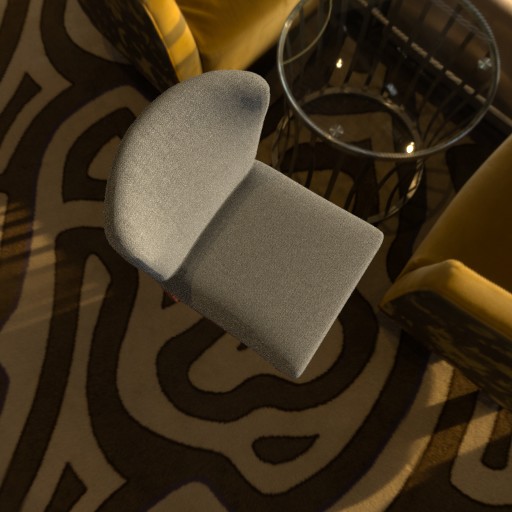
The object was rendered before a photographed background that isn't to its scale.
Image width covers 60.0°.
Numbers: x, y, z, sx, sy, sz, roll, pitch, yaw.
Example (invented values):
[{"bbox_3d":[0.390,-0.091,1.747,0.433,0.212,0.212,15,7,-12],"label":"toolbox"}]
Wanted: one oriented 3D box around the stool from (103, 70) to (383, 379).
[{"bbox_3d":[0.000,0.000,1.296,0.568,0.968,0.479,33,77,8],"label":"stool"}]
